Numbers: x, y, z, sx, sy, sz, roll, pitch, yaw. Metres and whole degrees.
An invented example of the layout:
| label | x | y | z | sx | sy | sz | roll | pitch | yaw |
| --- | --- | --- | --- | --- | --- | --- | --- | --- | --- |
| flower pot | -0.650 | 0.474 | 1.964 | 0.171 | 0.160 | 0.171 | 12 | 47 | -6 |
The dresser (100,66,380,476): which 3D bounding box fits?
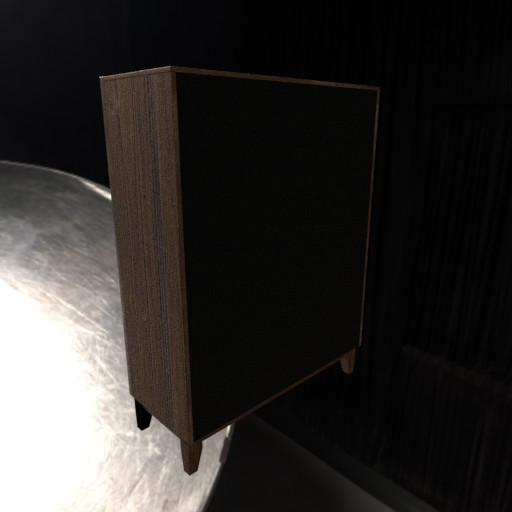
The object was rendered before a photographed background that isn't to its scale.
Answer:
| label | x | y | z | sx | sy | sz | roll | pitch | yaw |
| --- | --- | --- | --- | --- | --- | --- | --- | --- | --- |
| dresser | 0.000 | 0.000 | 1.907 | 1.062 | 1.393 | 0.442 | -15 | 23 | -41 |
